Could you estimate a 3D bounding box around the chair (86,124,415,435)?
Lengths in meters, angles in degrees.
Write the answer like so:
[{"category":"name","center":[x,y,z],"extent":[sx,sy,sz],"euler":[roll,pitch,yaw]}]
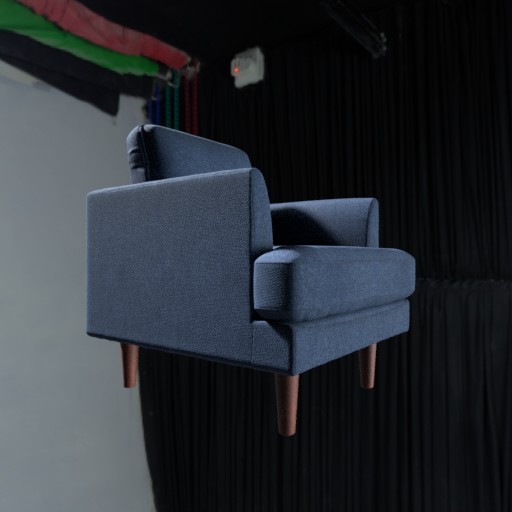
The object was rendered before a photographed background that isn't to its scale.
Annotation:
[{"category":"chair","center":[0.000,0.000,1.607],"extent":[0.899,0.957,0.858],"euler":[0,0,38]}]
